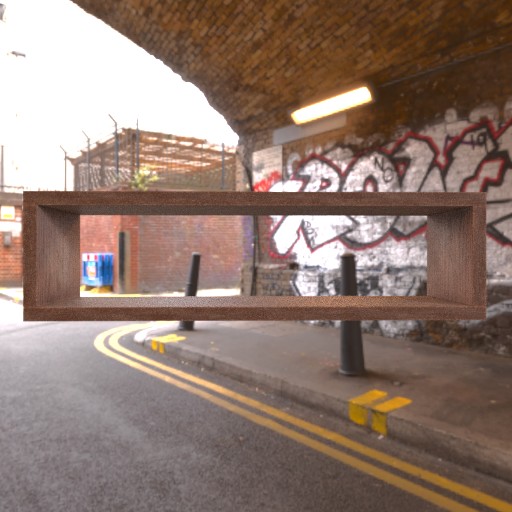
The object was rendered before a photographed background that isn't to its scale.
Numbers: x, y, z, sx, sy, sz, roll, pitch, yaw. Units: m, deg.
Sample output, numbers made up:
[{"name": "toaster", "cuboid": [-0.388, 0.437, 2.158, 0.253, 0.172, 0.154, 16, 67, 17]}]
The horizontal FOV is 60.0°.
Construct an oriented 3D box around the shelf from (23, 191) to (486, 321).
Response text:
[{"name": "shelf", "cuboid": [0.000, 0.000, 0.658, 0.610, 0.170, 0.150, 0, 0, -1]}]
